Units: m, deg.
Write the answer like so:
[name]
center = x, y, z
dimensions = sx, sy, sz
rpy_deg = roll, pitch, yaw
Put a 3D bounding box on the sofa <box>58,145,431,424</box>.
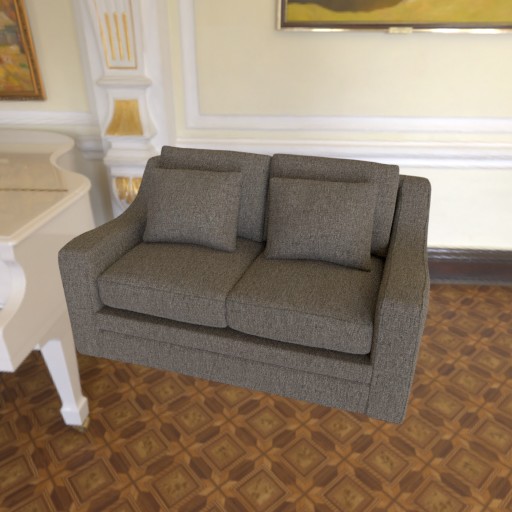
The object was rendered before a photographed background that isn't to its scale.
[sofa]
center = 0.000, 0.000, 2.443
dimensions = 1.778, 0.991, 1.120
rpy_deg = 8, 28, 15
